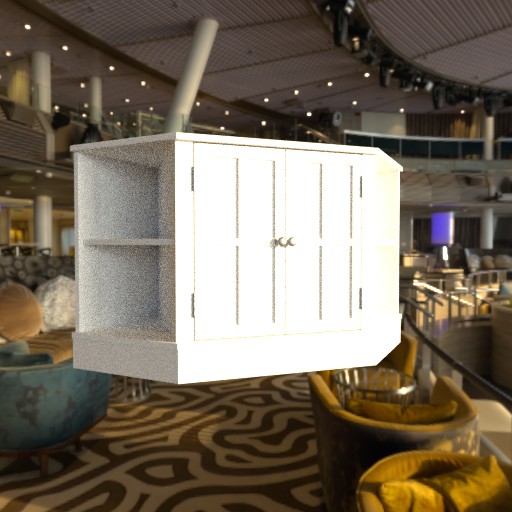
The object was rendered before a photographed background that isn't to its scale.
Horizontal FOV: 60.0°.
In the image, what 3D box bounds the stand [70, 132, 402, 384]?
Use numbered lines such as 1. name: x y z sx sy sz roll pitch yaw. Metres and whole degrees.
1. stand: 0.000 0.000 1.387 1.072 0.614 0.477 0 1 -18
